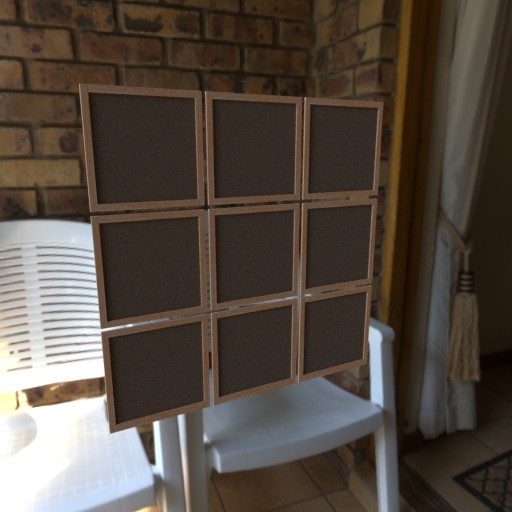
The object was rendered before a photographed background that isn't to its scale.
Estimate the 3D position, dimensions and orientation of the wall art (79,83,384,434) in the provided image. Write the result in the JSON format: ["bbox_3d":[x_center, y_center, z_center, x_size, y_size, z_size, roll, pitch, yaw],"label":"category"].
[{"bbox_3d":[0.000,0.000,2.211,1.520,1.525,0.013,-7,15,-26],"label":"wall art"}]
